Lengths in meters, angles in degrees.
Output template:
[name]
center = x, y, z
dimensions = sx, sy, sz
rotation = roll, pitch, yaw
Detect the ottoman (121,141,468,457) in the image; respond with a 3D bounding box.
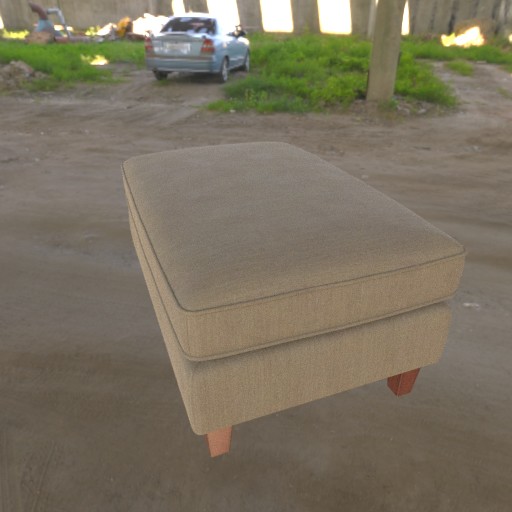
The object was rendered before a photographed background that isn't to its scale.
[ottoman]
center = 0.000, 0.000, 1.286
dimensions = 0.636, 0.480, 0.941
rotation = -11, 30, -18
